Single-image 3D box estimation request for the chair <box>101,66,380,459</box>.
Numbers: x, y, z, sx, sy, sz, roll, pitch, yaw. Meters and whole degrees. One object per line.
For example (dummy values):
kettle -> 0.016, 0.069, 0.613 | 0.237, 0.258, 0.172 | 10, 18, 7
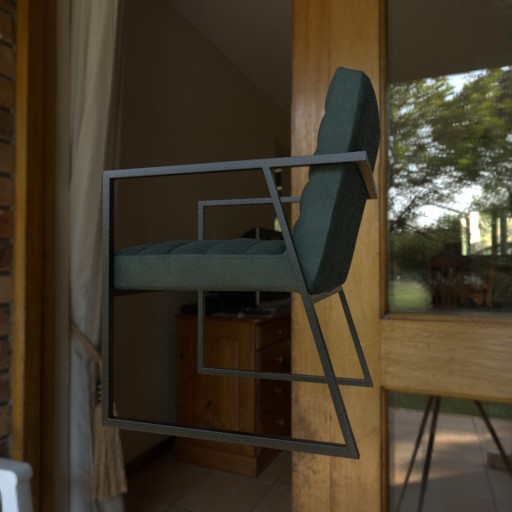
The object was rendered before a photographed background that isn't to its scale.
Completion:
chair -> 0.000, 0.000, 1.263 | 0.677, 0.833, 0.571 | 0, -1, 18
